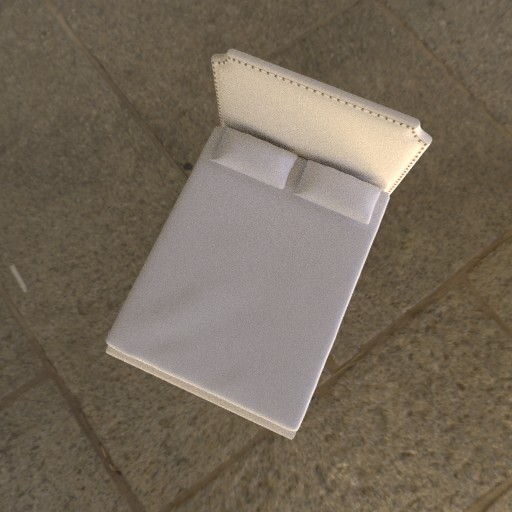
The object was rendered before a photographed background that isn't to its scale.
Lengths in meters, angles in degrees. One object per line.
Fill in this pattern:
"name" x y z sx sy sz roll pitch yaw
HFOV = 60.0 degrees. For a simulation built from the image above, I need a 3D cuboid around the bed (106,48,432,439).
"bed" 0.000 0.000 3.540 1.712 1.497 2.372 23 77 6
